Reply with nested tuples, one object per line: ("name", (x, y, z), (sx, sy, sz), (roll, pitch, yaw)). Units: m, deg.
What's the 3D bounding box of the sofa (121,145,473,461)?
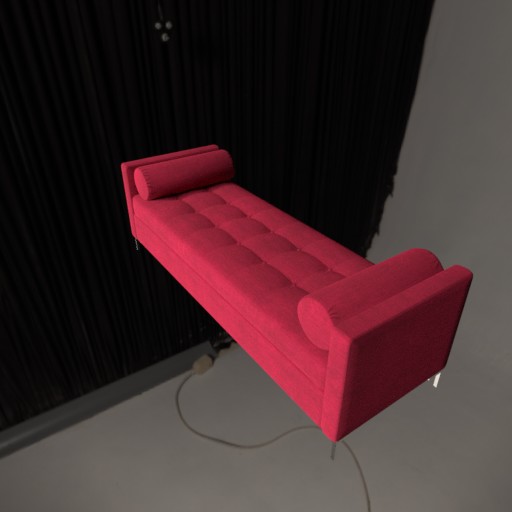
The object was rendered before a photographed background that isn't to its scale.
("sofa", (0.000, 0.000, 2.386), (0.686, 0.635, 1.981), (-20, 37, -29))
